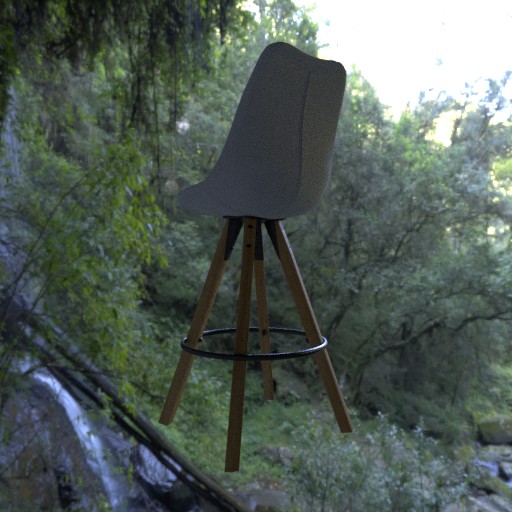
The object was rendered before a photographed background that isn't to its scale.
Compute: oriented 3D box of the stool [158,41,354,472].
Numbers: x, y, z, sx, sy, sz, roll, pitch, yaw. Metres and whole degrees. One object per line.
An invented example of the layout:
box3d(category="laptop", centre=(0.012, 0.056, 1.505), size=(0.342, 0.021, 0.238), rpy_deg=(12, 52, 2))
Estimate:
box3d(category="stool", centre=(0.000, 0.000, 1.428), size=(0.484, 1.115, 0.550), rpy_deg=(0, 0, -36))
